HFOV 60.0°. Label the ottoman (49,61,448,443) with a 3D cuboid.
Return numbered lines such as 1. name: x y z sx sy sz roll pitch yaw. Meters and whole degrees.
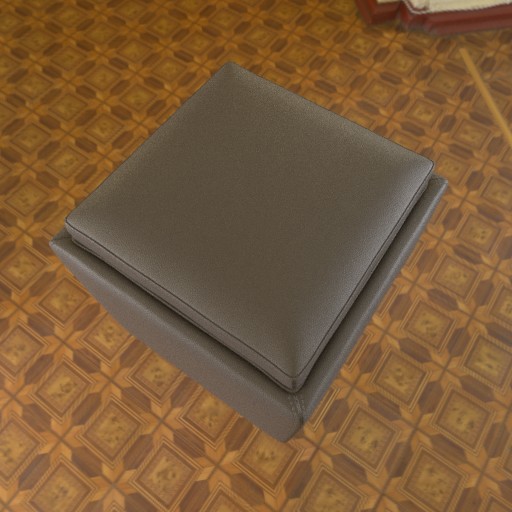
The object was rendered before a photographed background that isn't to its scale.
1. ottoman: 0.000 0.000 0.800 0.450 0.460 0.451 32 68 15
